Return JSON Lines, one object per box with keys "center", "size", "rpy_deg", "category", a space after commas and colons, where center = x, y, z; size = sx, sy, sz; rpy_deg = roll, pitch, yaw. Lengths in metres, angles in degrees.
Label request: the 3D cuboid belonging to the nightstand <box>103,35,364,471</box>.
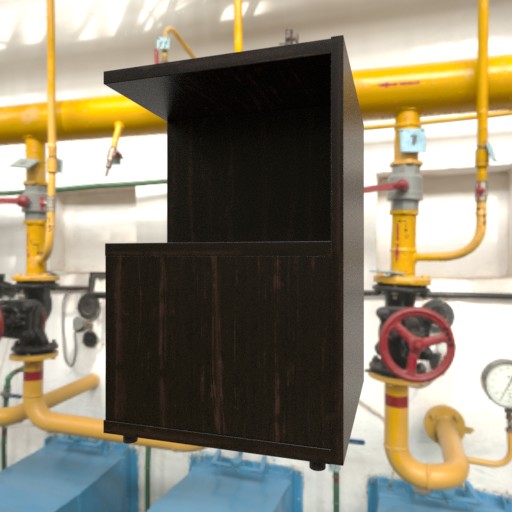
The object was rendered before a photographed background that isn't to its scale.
{"center": [0.000, 0.000, 0.803], "size": [0.356, 0.559, 0.400], "rpy_deg": [0, 0, 17], "category": "nightstand"}
